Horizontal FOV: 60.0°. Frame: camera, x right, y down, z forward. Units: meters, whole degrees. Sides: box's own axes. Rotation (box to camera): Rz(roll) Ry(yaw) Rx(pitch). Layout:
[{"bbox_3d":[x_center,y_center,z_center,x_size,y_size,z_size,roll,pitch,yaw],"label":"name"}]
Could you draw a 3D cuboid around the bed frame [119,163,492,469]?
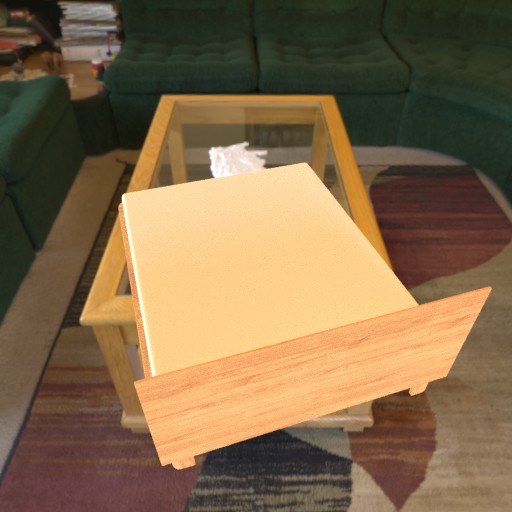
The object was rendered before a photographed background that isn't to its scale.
[{"bbox_3d":[0.000,0.000,2.947,1.660,0.940,2.092,-12,44,-13],"label":"bed frame"}]
